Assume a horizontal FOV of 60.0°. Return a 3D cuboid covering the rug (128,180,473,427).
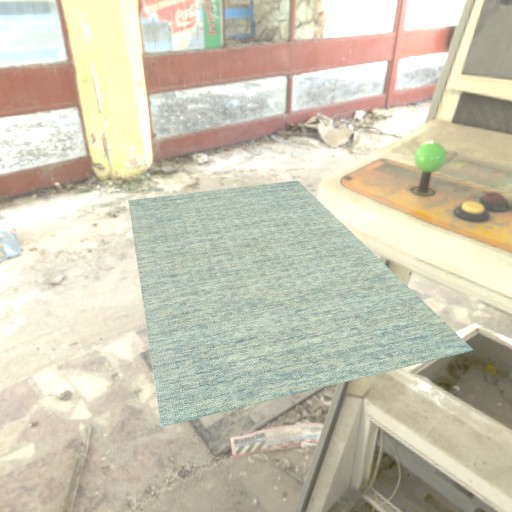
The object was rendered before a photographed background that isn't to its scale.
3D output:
[{"bbox_3d":[0.000,0.000,2.211,1.142,0.006,1.752,-9,32,-14],"label":"rug"}]
